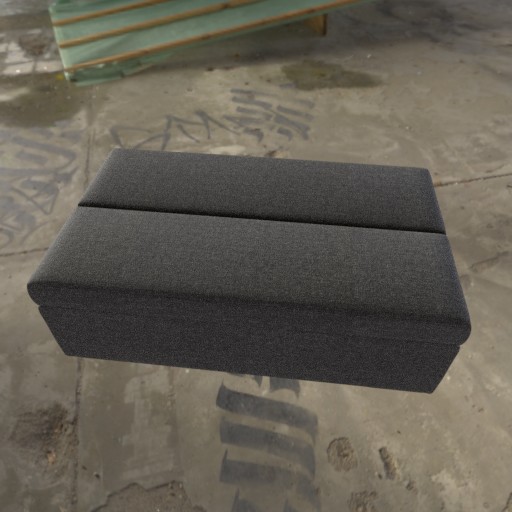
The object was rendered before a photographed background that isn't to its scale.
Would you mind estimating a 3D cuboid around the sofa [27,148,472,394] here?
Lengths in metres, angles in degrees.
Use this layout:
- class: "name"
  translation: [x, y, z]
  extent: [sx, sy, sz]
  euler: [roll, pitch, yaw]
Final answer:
- class: "sofa"
  translation: [0.000, 0.000, 1.569]
  extent: [1.198, 0.417, 0.782]
  euler: [5, 45, 5]
